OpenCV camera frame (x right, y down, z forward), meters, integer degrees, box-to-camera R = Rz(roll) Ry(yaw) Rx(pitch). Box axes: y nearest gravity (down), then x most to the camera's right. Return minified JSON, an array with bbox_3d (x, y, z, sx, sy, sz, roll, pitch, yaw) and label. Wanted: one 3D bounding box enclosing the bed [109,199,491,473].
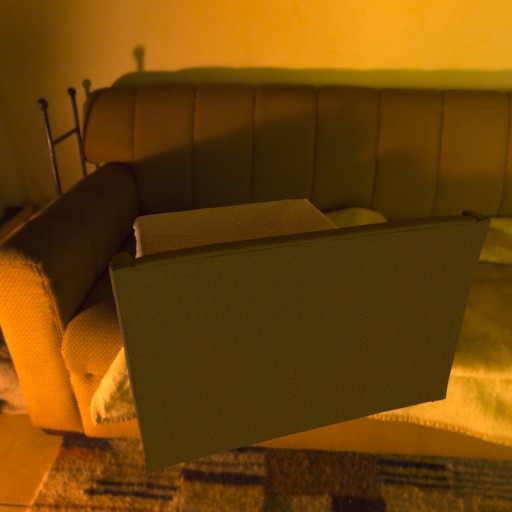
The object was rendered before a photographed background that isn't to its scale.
[{"bbox_3d":[0.000,0.000,3.312,1.925,1.332,2.276,-8,29,-14],"label":"bed"}]
